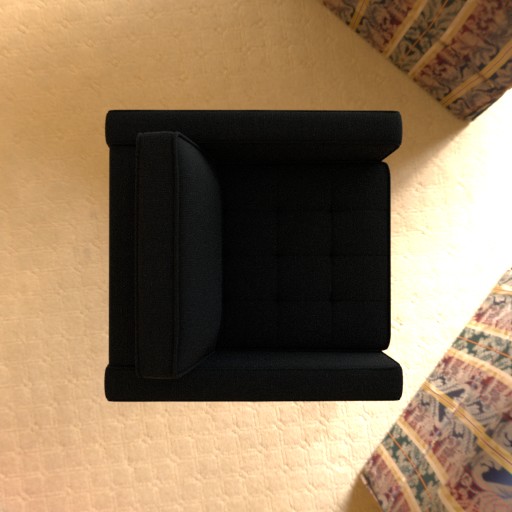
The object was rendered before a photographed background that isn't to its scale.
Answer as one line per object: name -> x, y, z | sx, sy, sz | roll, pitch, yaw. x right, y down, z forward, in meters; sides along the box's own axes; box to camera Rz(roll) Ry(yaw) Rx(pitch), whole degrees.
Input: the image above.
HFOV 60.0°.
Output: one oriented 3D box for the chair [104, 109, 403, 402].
chair -> 0.000, 0.000, 1.533 | 0.920, 0.770, 0.899 | 0, 90, -1
